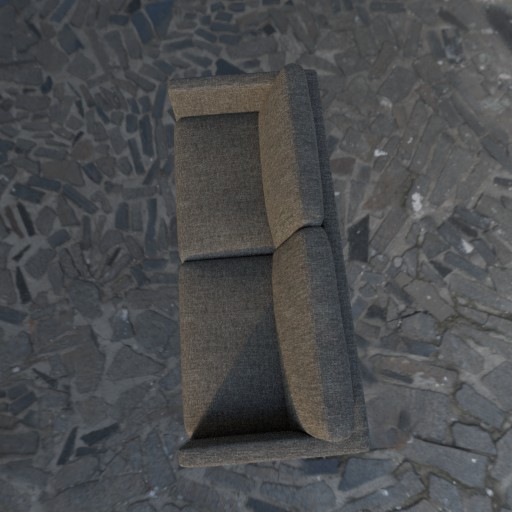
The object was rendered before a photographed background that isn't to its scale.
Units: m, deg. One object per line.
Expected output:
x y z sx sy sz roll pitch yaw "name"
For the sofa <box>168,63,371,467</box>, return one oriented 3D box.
0.000 0.000 2.669 0.948 0.960 2.208 -5 73 -1 "sofa"
